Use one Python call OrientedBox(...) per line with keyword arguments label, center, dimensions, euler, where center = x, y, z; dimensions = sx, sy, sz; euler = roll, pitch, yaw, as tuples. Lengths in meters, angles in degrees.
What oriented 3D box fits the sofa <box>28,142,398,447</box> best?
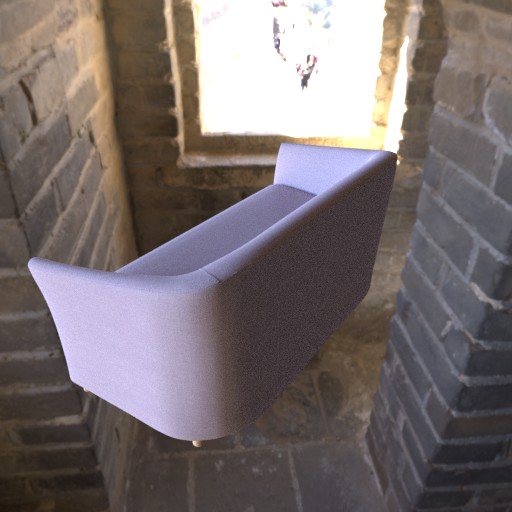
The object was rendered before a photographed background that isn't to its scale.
OrientedBox(label="sofa", center=(0.000, 0.000, 1.796), dimensions=(0.705, 0.721, 1.452), euler=(21, 38, 30))
